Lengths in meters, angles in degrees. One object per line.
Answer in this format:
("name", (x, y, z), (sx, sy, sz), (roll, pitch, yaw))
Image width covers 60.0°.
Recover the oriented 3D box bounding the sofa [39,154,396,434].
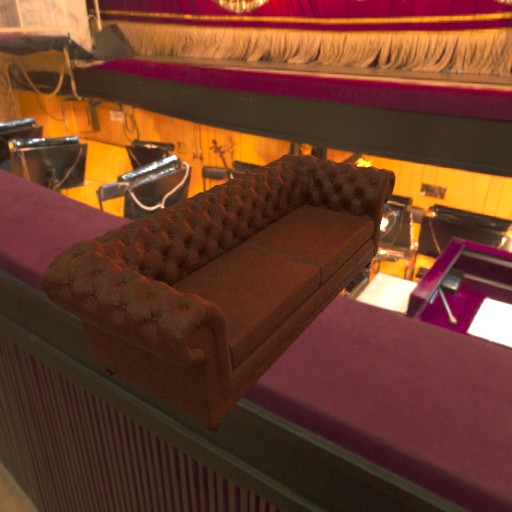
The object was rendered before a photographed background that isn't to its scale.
("sofa", (0.000, 0.000, 2.796), (0.944, 0.783, 2.385), (17, 32, 30))
